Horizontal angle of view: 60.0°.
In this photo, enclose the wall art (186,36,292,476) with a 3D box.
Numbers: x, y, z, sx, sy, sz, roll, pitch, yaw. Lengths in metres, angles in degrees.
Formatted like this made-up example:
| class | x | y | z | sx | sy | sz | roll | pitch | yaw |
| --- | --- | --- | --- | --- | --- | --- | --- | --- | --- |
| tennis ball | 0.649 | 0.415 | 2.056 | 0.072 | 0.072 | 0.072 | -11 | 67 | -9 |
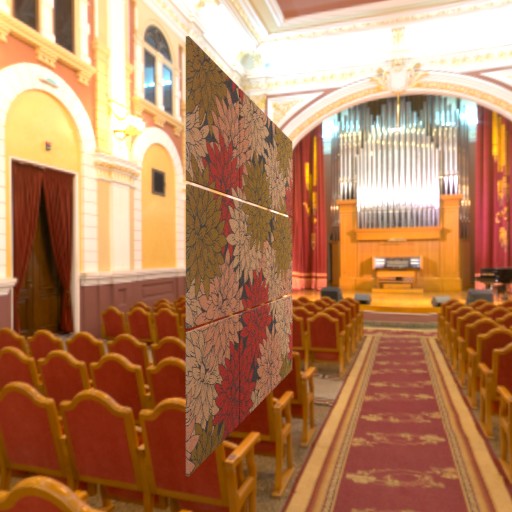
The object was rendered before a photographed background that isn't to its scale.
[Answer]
| class | x | y | z | sx | sy | sz | roll | pitch | yaw |
| --- | --- | --- | --- | --- | --- | --- | --- | --- | --- |
| wall art | 0.000 | 0.000 | 2.265 | 0.013 | 1.534 | 1.519 | 0 | 0 | 18 |
